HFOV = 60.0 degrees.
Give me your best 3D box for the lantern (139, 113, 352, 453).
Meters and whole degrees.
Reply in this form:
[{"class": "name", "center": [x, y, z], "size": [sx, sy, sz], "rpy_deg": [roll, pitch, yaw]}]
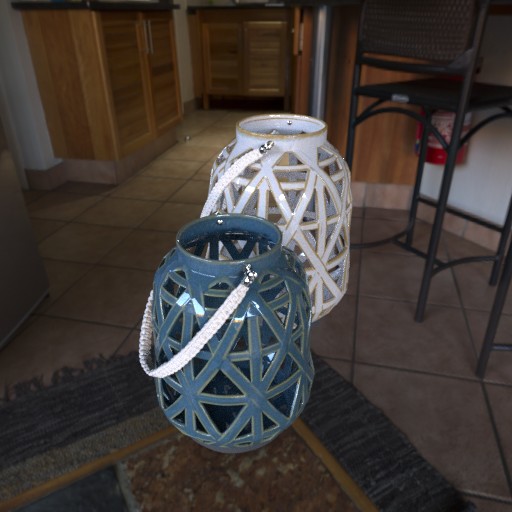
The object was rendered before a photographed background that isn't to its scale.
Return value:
[{"class": "lantern", "center": [0.000, 0.000, 0.600], "size": [0.245, 0.307, 0.439], "rpy_deg": [8, 31, 13]}]
